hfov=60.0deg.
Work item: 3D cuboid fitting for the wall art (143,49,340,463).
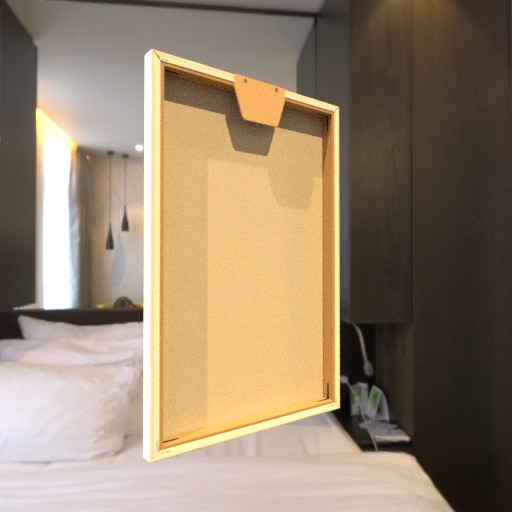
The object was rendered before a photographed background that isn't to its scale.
[{"bbox_3d":[0.000,0.000,1.157,0.602,0.902,0.048,1,-1,-37],"label":"wall art"}]
